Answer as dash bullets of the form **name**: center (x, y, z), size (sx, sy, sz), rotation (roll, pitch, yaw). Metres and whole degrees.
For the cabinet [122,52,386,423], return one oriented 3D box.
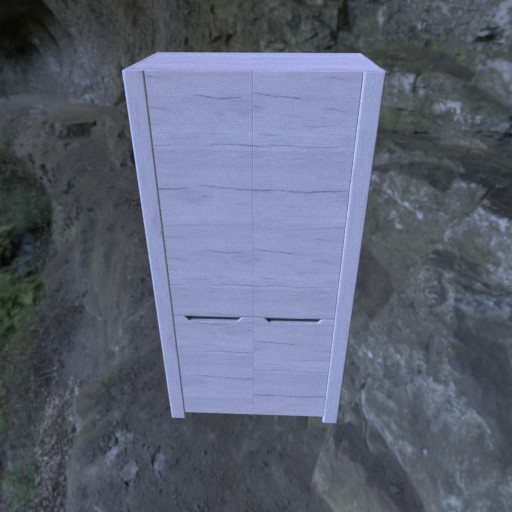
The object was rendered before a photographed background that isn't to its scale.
- **cabinet**: center (0.000, 0.000, 2.376), size (0.980, 1.930, 0.580), rotation (1, 31, 2)
